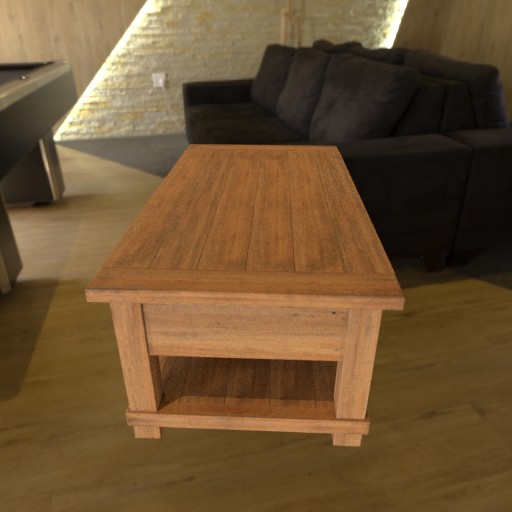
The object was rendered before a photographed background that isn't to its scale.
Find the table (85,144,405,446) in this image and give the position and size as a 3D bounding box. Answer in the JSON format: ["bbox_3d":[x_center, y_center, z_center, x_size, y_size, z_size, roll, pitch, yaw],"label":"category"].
[{"bbox_3d":[0.000,0.000,1.607,0.693,0.494,1.270,1,28,2],"label":"table"}]
